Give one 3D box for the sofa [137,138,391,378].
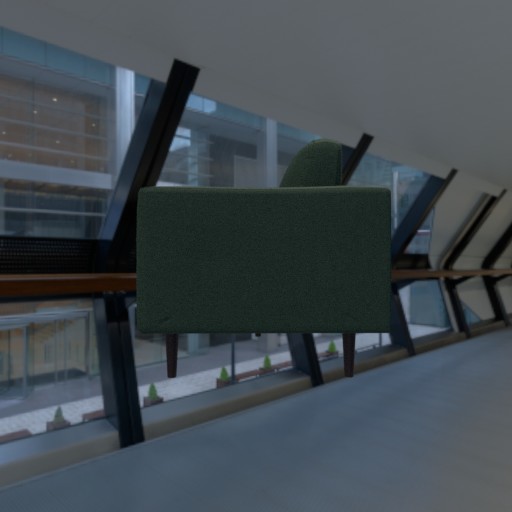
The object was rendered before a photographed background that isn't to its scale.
[{"bbox_3d":[0.000,0.000,2.479,0.879,0.899,2.029,0,0,-1],"label":"sofa"}]
